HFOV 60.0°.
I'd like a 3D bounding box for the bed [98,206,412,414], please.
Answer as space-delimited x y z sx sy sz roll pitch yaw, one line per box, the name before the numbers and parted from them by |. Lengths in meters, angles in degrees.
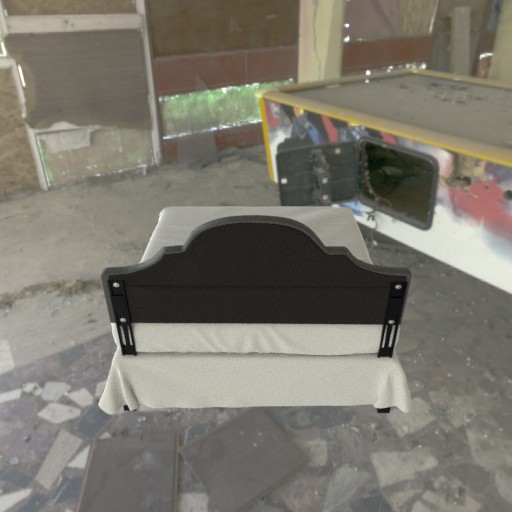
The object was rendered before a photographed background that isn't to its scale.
bed | 0.000 0.000 3.826 2.303 1.631 2.222 0 31 1
